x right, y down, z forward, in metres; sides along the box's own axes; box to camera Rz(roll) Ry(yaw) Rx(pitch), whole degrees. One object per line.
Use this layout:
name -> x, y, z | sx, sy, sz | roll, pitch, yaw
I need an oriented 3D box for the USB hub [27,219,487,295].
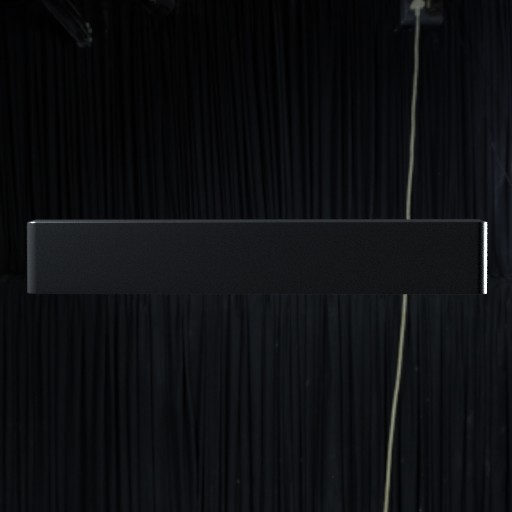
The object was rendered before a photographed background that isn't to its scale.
USB hub -> 0.000, 0.000, 0.158 | 0.145, 0.023, 0.044 | 0, 1, 1
